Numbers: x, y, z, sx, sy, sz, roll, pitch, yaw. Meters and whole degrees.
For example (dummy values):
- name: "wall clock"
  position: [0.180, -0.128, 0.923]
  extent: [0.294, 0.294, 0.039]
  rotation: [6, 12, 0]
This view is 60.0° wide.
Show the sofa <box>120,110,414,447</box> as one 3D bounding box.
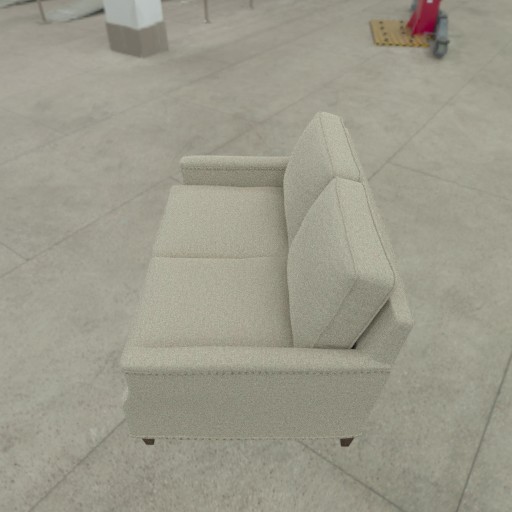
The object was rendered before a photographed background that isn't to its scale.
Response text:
- name: "sofa"
  position: [0.000, 0.000, 2.254]
  extent: [1.084, 1.003, 1.597]
  rotation: [0, 41, 0]
